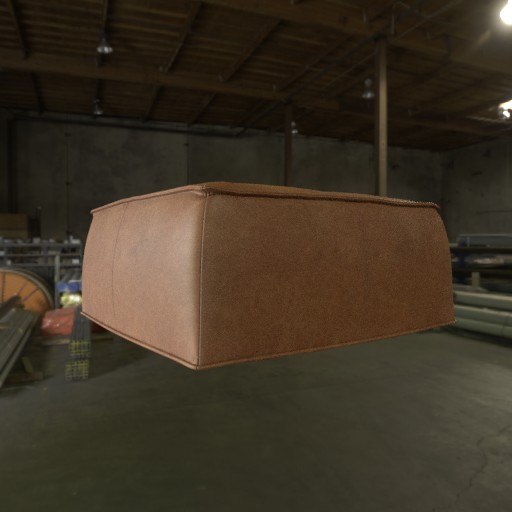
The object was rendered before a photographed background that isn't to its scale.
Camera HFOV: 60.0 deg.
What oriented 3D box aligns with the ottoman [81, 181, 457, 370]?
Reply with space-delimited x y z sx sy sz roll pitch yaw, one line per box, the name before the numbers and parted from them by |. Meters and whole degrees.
ottoman | 0.000 0.000 1.398 0.902 0.395 0.901 -1 2 -35
